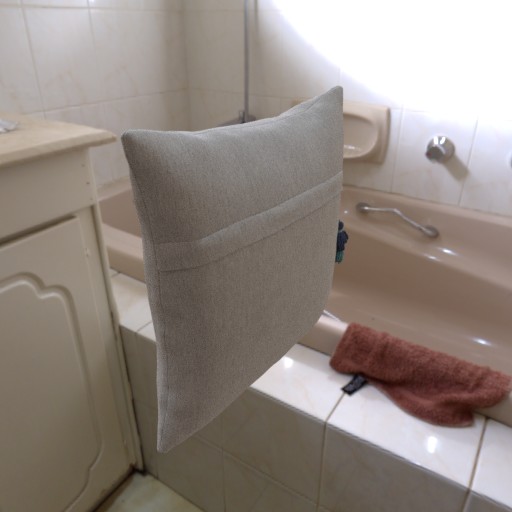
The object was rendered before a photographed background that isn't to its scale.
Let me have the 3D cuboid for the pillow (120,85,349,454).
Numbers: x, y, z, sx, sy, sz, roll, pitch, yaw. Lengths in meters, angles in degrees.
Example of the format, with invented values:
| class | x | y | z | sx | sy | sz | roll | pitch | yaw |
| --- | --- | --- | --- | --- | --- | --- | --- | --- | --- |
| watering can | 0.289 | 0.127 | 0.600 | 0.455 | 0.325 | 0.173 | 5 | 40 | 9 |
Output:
| class | x | y | z | sx | sy | sz | roll | pitch | yaw |
| --- | --- | --- | --- | --- | --- | --- | --- | --- | --- |
| pillow | 0.000 | 0.000 | 0.654 | 0.173 | 0.436 | 0.433 | 18 | 32 | 31 |
